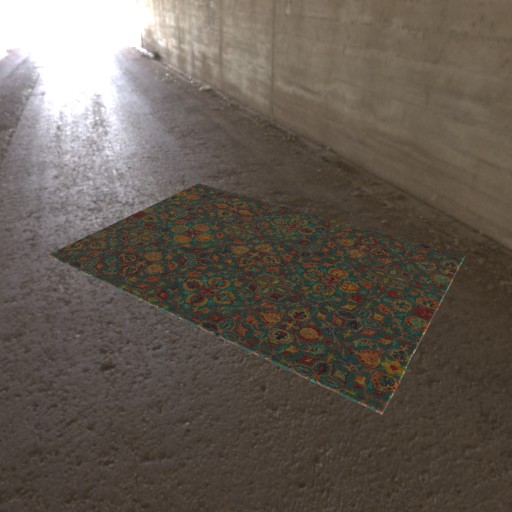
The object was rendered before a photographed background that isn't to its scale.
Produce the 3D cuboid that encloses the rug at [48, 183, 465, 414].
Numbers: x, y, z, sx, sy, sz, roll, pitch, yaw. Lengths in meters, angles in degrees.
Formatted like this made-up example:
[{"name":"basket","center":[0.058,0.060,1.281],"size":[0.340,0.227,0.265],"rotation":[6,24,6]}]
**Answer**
[{"name":"rug","center":[0.000,0.000,2.919],"size":[2.290,0.016,1.527],"rotation":[19,36,29]}]
